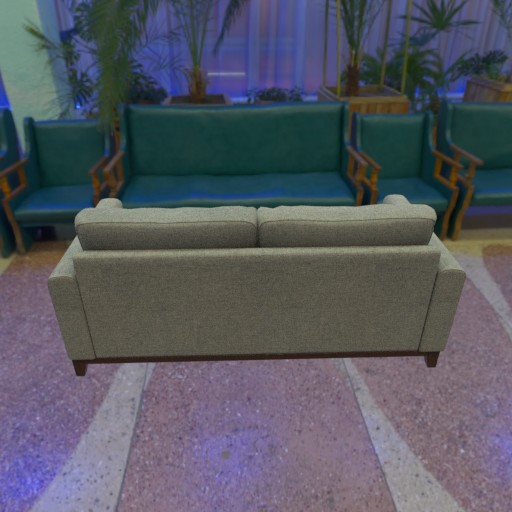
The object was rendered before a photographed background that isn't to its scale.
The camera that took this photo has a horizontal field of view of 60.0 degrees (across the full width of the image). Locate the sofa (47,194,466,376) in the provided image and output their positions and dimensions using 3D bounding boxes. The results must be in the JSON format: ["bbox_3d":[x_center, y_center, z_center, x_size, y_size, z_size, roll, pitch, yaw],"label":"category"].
[{"bbox_3d":[0.000,0.000,2.555,1.978,0.892,0.969,-1,31,-2],"label":"sofa"}]
